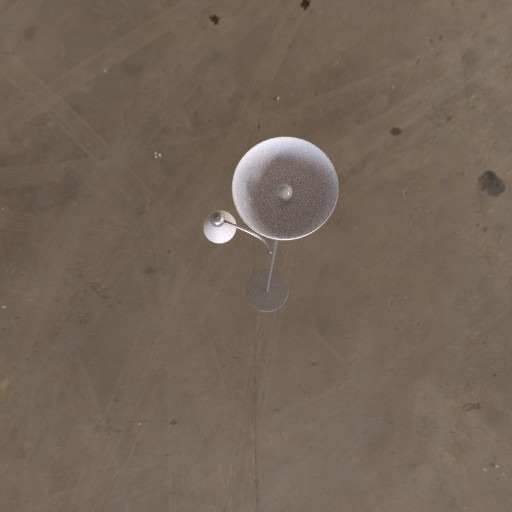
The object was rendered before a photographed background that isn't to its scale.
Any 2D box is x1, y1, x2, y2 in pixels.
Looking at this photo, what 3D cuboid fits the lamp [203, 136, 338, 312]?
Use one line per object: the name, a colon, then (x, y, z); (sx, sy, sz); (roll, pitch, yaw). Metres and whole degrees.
lamp: (0.000, 0.000, 1.988); (0.425, 1.804, 0.279); (19, 78, 4)
